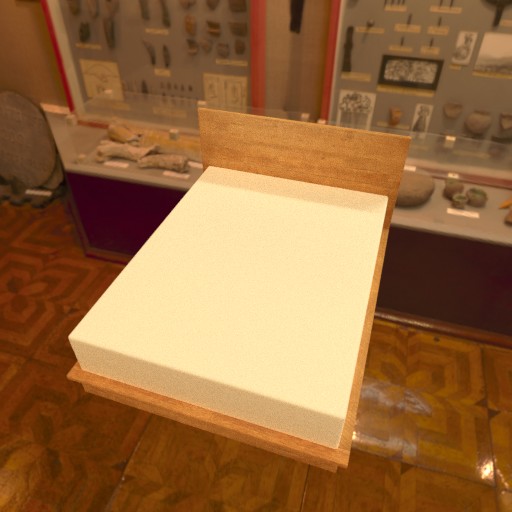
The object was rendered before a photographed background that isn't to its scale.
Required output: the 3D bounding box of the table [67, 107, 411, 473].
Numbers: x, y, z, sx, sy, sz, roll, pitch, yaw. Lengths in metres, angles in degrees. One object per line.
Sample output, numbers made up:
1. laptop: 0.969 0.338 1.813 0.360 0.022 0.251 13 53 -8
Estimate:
1. table: 0.000 0.000 3.047 1.707 1.041 2.149 12 42 14
